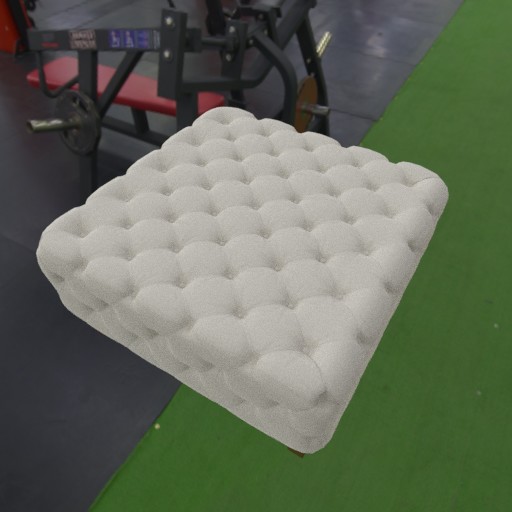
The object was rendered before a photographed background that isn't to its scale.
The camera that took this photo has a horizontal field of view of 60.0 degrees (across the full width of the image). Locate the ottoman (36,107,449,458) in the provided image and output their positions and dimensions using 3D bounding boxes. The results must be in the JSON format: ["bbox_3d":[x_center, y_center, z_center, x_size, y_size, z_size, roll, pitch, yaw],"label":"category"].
[{"bbox_3d":[0.000,0.000,1.171,0.755,0.376,0.753,24,51,21],"label":"ottoman"}]
